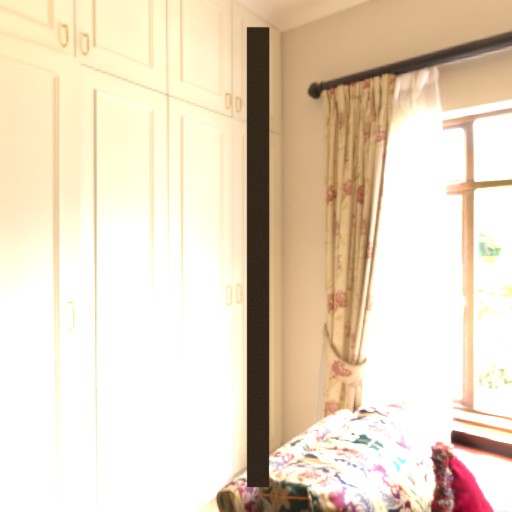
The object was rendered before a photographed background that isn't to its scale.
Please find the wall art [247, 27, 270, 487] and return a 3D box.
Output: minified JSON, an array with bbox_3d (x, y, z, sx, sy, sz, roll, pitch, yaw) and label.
[{"bbox_3d":[0.000,0.000,1.116,0.038,0.763,0.763,0,1,-1],"label":"wall art"}]
